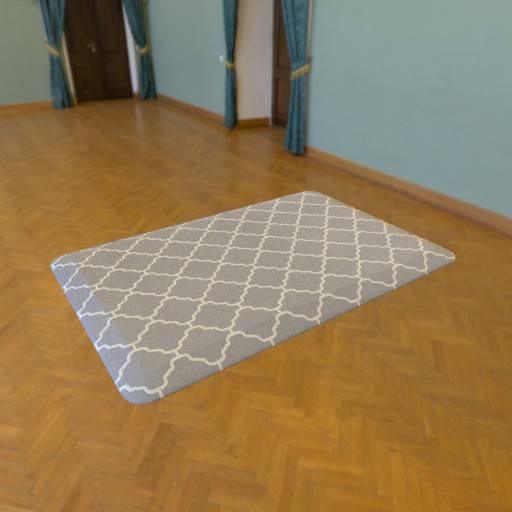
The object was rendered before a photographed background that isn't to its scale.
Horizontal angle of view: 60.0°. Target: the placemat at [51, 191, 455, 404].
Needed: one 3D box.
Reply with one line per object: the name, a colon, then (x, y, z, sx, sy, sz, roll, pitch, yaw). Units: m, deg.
placemat: (0.000, 0.000, 0.972, 0.762, 0.021, 0.508, -18, 34, -30)
